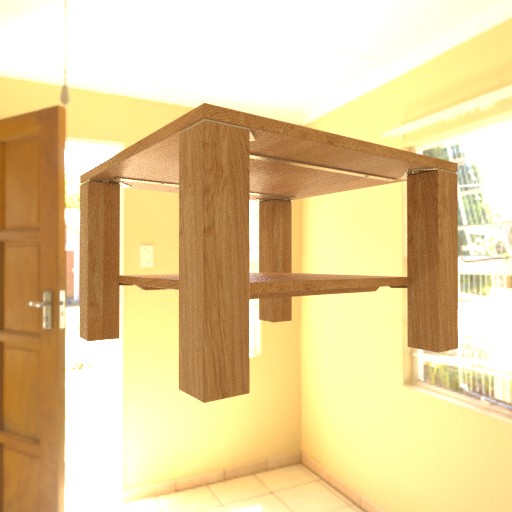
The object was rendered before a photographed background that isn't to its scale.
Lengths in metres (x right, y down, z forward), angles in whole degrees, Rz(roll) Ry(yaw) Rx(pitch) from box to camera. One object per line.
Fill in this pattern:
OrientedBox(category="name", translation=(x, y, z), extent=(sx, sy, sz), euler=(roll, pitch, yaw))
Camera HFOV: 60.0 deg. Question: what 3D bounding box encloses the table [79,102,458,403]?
OrientedBox(category="table", translation=(0.000, 0.000, 1.149), extent=(0.700, 0.450, 0.700), euler=(0, -1, -36))
